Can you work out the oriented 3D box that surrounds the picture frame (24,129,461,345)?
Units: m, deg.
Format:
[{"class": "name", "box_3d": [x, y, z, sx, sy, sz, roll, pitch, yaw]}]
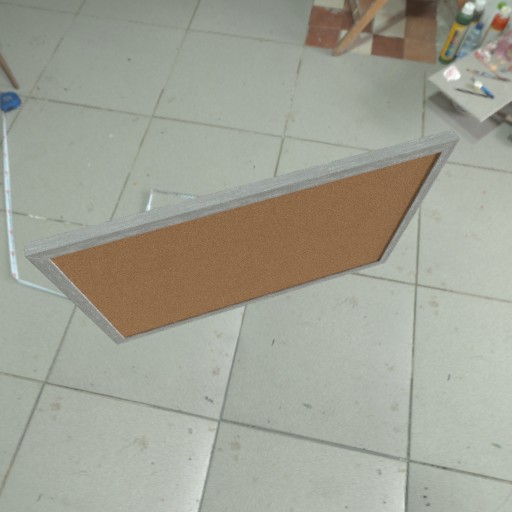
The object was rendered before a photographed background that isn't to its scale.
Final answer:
[{"class": "picture frame", "box_3d": [0.000, 0.000, 1.216, 0.950, 0.640, 0.029, -16, 65, -8]}]
